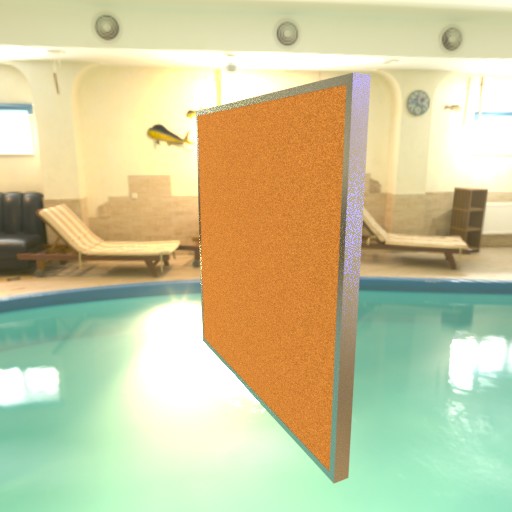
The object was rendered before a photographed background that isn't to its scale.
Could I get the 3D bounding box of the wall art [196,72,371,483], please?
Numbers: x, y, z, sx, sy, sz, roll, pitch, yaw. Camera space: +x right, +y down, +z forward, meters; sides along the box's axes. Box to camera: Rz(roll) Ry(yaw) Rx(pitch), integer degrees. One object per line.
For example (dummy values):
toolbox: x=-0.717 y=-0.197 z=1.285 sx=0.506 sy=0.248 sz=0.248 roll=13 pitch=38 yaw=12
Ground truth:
wall art: x=0.000 y=0.000 z=1.196 sx=0.038 sy=0.806 sz=0.806 roll=-7 pitch=15 yaw=-26
